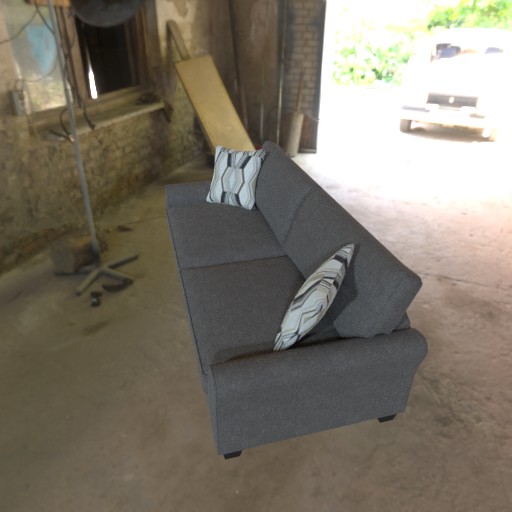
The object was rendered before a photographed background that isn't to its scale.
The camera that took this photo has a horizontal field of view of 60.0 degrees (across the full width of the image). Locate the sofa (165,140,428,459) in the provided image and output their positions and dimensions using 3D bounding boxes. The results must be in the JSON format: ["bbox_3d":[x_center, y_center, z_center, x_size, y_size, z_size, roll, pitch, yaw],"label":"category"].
[{"bbox_3d":[0.000,0.000,2.551,0.889,0.813,2.032,-8,31,-13],"label":"sofa"}]
